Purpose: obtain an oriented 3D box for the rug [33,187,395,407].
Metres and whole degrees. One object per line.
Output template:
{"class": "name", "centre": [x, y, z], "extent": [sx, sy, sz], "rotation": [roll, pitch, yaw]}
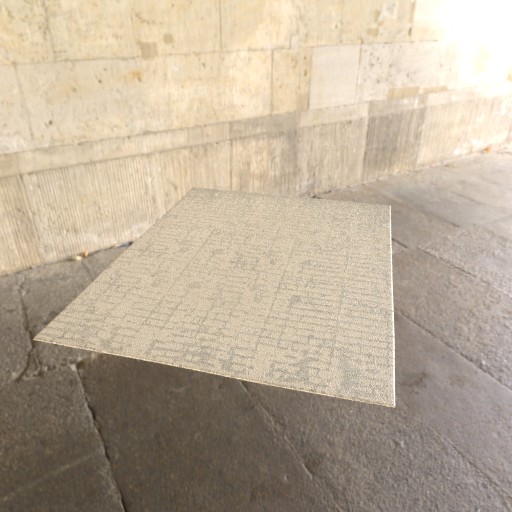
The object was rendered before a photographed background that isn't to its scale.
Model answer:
{"class": "rug", "centre": [0.000, 0.000, 4.110], "extent": [2.447, 0.014, 3.061], "rotation": [7, 30, 12]}
